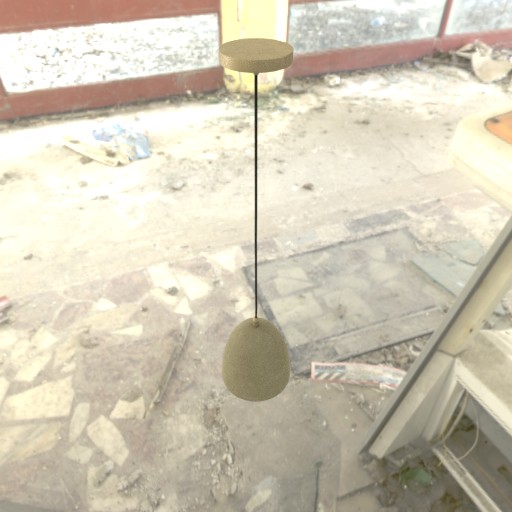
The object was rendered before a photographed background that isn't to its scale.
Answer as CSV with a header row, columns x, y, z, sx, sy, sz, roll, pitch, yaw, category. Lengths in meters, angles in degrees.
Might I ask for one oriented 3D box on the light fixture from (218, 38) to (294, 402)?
x,y,z,sx,sy,sz,roll,pitch,yaw,category
0.000,0.000,0.864,0.170,0.759,0.170,0,41,0,light fixture
